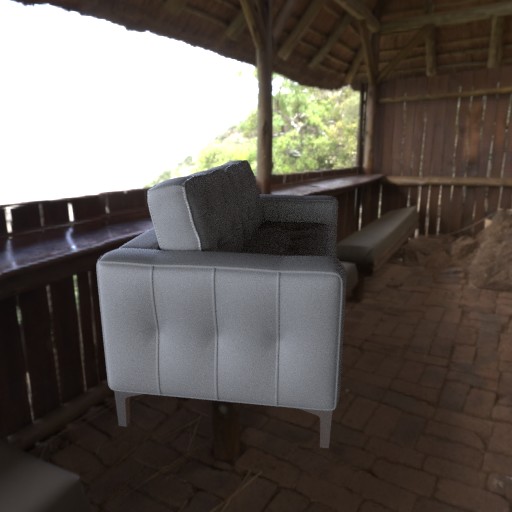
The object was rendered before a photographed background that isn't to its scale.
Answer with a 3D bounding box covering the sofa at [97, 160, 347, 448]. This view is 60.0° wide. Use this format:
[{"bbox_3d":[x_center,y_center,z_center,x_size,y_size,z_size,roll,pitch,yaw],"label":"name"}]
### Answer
[{"bbox_3d":[0.000,0.000,2.250,0.833,0.892,1.726,2,16,9],"label":"sofa"}]
